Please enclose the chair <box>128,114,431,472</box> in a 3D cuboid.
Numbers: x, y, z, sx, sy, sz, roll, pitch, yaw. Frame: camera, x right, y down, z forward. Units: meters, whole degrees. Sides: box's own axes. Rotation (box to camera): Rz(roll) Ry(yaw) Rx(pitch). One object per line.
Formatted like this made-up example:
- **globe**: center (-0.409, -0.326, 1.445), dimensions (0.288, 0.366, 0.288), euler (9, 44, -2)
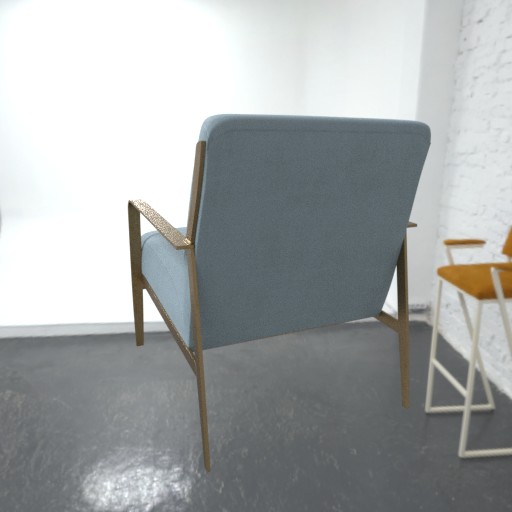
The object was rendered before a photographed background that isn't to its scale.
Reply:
- **chair**: center (0.000, 0.000, 1.446), dimensions (0.701, 0.824, 0.842), euler (-6, 15, -24)
